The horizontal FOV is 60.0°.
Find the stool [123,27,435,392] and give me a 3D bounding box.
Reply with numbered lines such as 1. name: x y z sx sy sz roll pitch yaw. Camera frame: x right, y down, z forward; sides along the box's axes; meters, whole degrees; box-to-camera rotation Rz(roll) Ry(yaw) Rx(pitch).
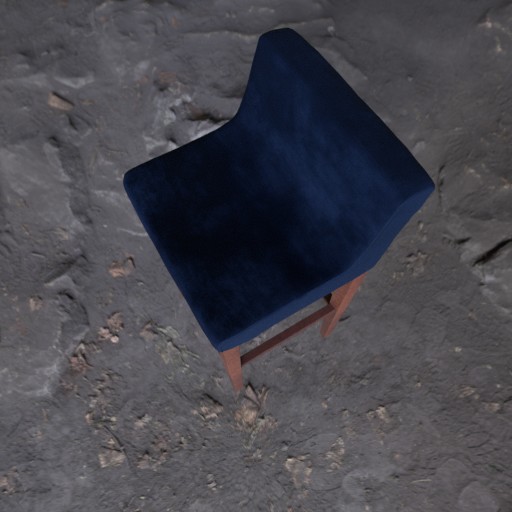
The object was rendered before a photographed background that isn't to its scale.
1. stool: 0.000 0.000 1.300 0.500 1.037 0.511 -29 68 -13
